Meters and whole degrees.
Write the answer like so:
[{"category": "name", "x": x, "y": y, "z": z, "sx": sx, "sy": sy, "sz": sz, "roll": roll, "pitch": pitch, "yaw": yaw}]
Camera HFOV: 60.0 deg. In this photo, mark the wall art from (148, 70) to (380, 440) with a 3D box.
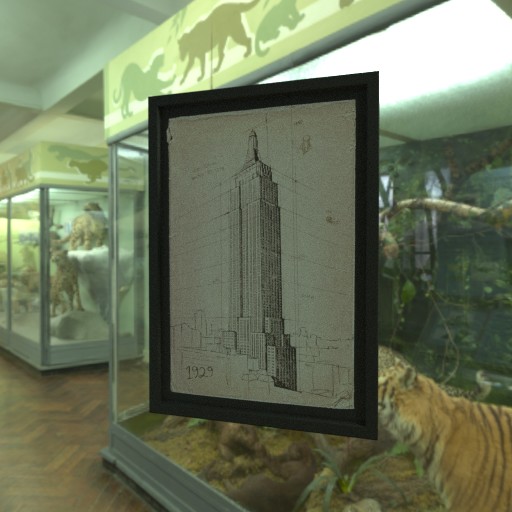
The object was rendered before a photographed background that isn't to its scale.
[{"category": "wall art", "x": 0.000, "y": 0.000, "z": 0.567, "sx": 0.303, "sy": 0.431, "sz": 0.013, "roll": 0, "pitch": 1, "yaw": 17}]
